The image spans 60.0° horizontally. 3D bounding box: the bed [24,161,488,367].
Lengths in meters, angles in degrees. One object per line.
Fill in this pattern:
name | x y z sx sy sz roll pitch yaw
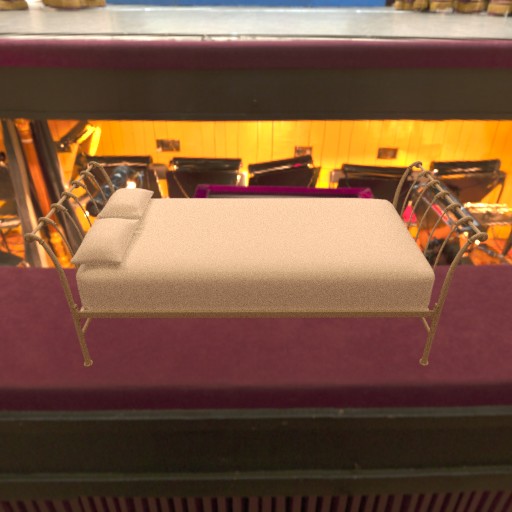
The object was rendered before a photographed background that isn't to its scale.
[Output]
bed | 0.000 0.000 2.761 2.228 0.873 1.032 0 32 0
